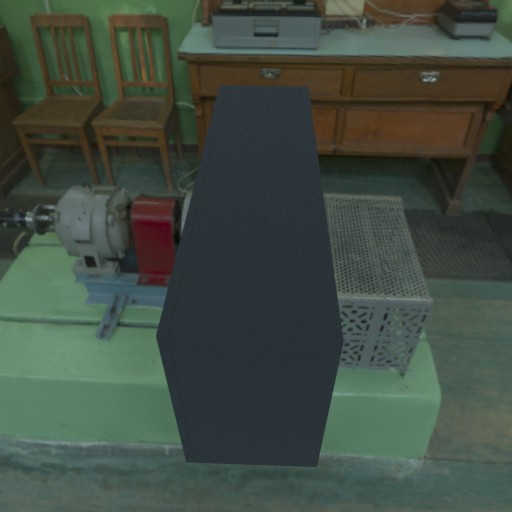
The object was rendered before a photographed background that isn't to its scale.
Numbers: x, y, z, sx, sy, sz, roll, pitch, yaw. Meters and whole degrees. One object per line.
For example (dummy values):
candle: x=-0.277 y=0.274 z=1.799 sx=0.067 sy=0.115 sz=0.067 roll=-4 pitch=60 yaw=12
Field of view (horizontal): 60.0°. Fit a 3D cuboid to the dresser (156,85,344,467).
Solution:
dresser: x=0.000 y=0.000 z=1.905 sx=0.463 sy=0.872 sz=1.558 roll=1 pitch=42 yaw=2
